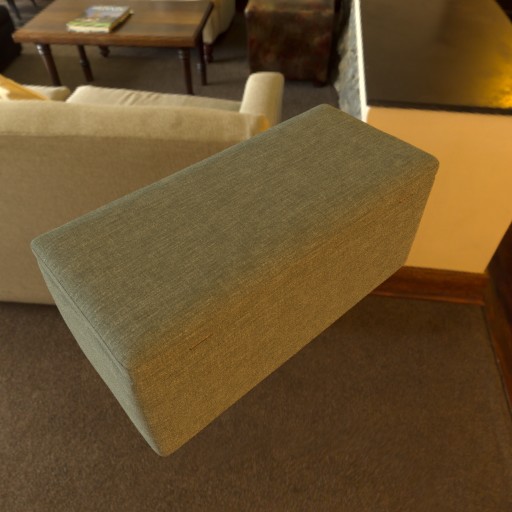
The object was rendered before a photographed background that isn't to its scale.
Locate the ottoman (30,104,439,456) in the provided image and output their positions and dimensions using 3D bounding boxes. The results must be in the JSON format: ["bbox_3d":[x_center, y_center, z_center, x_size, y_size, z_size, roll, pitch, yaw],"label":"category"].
[{"bbox_3d":[0.000,0.000,1.126,0.902,0.432,0.419,-32,54,-27],"label":"ottoman"}]
